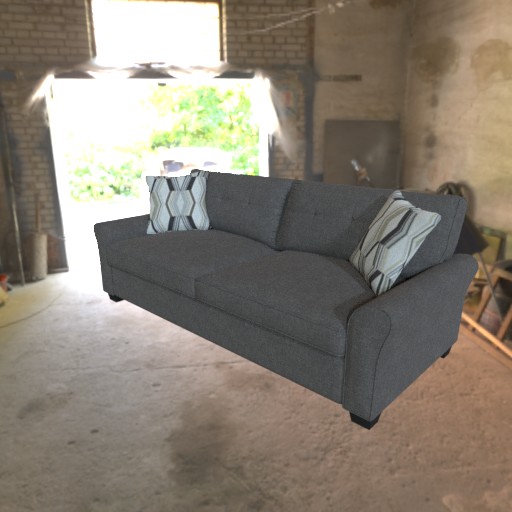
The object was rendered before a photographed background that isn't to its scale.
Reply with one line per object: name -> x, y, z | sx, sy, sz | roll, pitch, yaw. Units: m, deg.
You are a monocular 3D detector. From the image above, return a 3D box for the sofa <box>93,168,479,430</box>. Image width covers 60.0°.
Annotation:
sofa -> 0.000, 0.000, 2.444 | 2.032, 0.813, 0.889 | 15, 22, 41
